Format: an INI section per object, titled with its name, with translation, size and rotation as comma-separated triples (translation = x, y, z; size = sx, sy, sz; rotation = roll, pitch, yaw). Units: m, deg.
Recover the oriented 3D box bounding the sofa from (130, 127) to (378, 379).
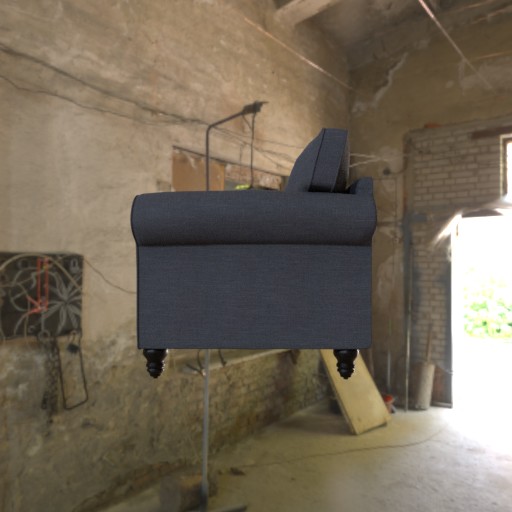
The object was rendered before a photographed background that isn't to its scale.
[sofa]
translation = 0.000, 0.000, 2.618
size = 0.909, 0.966, 2.084
rotation = 0, 0, 1
